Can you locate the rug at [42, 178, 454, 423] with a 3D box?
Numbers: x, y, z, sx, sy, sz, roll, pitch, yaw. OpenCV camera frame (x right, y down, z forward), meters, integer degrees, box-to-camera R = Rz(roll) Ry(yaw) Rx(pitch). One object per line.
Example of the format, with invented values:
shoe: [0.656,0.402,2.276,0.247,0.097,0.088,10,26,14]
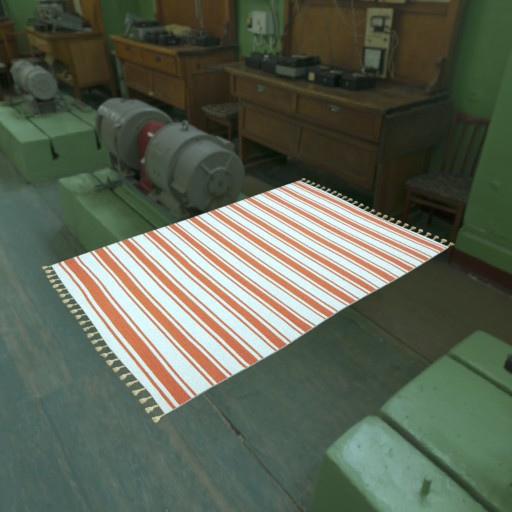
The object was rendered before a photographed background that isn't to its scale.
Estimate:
rug: [0.000,0.000,3.060,2.433,0.022,1.556,-23,39,-32]
